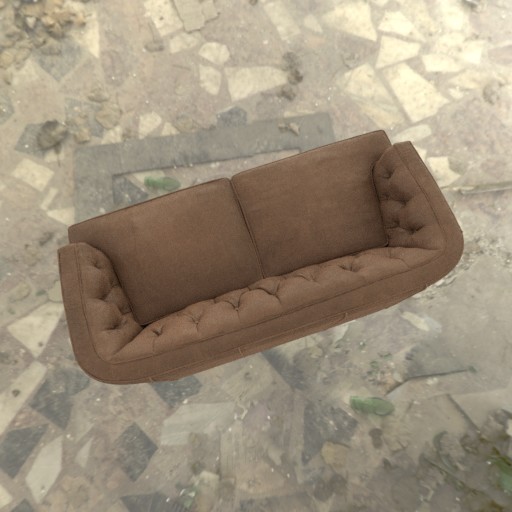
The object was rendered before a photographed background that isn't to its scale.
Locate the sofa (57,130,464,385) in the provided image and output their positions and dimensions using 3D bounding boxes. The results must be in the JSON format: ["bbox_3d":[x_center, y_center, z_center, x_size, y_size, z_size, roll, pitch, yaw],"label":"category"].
[{"bbox_3d":[0.000,0.000,2.260,1.767,0.799,0.917,-18,76,-5],"label":"sofa"}]
